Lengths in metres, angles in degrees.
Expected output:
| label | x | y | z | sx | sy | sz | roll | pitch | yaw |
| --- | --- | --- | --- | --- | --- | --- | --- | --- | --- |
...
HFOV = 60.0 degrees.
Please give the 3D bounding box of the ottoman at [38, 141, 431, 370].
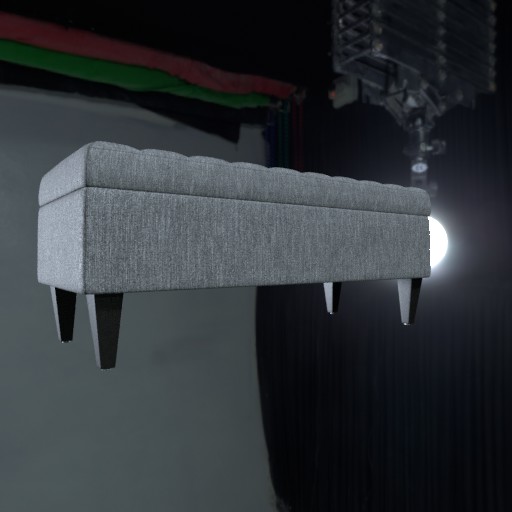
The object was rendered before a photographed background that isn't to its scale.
| label | x | y | z | sx | sy | sz | roll | pitch | yaw |
| --- | --- | --- | --- | --- | --- | --- | --- | --- | --- |
| ottoman | 0.000 | 0.000 | 1.363 | 1.151 | 0.469 | 0.482 | 0 | 0 | -36 |
